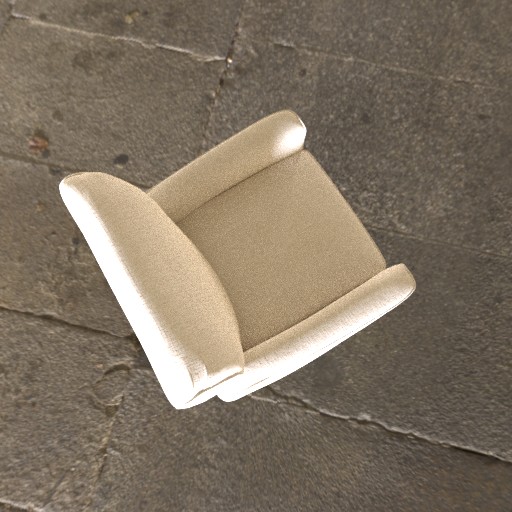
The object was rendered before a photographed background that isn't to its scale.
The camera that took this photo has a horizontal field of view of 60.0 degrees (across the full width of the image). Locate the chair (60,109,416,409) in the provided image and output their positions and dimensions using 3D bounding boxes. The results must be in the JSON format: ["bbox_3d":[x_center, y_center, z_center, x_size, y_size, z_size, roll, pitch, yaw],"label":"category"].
[{"bbox_3d":[0.000,0.000,1.619,0.858,1.028,0.841,-31,77,-8],"label":"chair"}]
